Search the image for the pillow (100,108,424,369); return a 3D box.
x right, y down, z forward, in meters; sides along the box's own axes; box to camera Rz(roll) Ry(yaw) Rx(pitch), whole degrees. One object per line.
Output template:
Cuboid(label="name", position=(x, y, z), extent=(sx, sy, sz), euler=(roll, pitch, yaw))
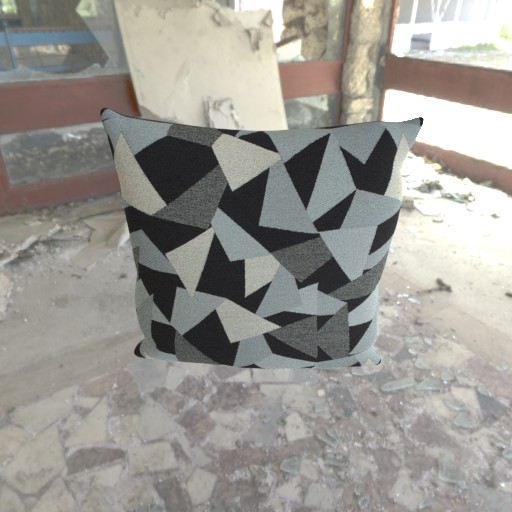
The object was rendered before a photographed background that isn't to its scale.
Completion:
Cuboid(label="pillow", position=(0.000, 0.000, 0.780), extent=(0.503, 0.496, 0.208), euler=(1, 30, 2))
